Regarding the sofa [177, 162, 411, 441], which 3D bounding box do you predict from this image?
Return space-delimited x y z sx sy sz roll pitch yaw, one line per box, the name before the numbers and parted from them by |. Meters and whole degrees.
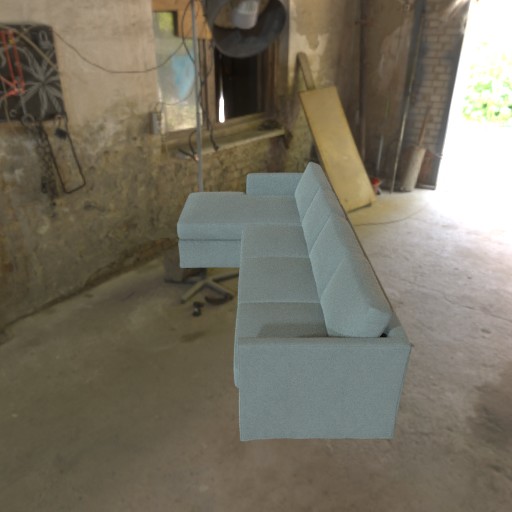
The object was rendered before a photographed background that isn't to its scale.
sofa | 0.000 0.000 3.869 1.650 0.922 3.205 0 27 0
